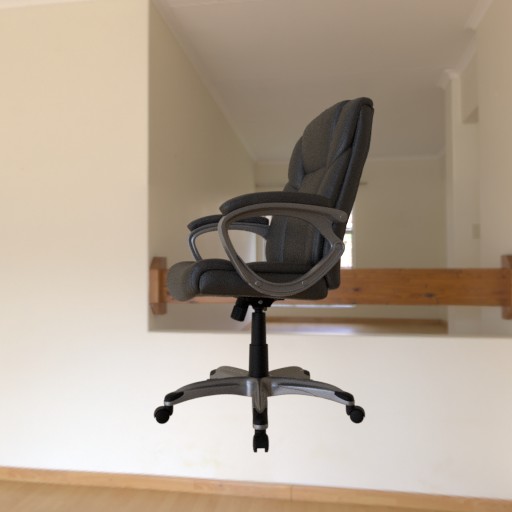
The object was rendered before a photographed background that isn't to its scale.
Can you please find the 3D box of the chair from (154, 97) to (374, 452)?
[{"bbox_3d":[0.000,0.000,1.614,0.719,1.130,0.721,0,-2,-17],"label":"chair"}]
